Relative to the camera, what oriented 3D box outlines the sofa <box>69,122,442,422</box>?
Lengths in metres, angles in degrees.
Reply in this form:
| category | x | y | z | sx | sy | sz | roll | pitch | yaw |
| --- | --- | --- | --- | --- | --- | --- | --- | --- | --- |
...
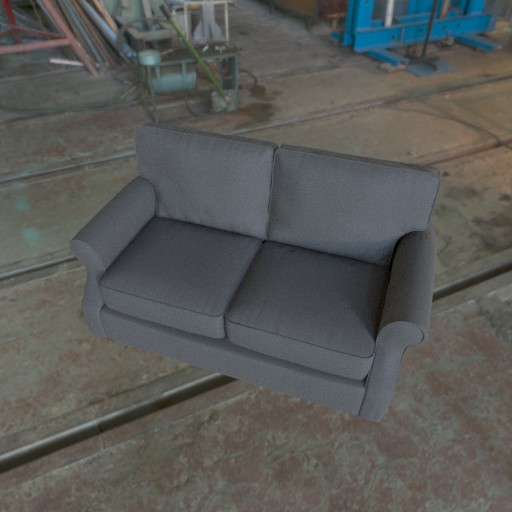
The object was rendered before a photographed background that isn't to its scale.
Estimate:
| category | x | y | z | sx | sy | sz | roll | pitch | yaw |
| --- | --- | --- | --- | --- | --- | --- | --- | --- | --- |
| sofa | 0.000 | 0.000 | 2.219 | 1.665 | 0.937 | 0.964 | 13 | 42 | 15 |
